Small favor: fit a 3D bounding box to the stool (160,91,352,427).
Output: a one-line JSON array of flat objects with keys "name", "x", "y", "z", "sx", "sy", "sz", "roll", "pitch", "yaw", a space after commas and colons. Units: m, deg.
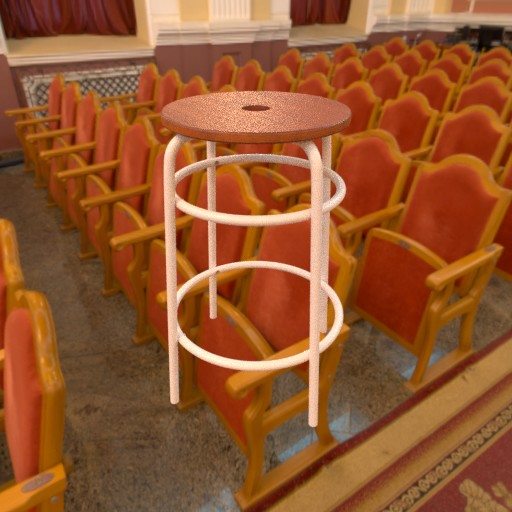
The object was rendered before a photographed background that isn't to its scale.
[{"name": "stool", "x": 0.000, "y": 0.000, "z": 0.942, "sx": 0.455, "sy": 0.610, "sz": 0.455, "roll": -19, "pitch": 35, "yaw": -29}]
